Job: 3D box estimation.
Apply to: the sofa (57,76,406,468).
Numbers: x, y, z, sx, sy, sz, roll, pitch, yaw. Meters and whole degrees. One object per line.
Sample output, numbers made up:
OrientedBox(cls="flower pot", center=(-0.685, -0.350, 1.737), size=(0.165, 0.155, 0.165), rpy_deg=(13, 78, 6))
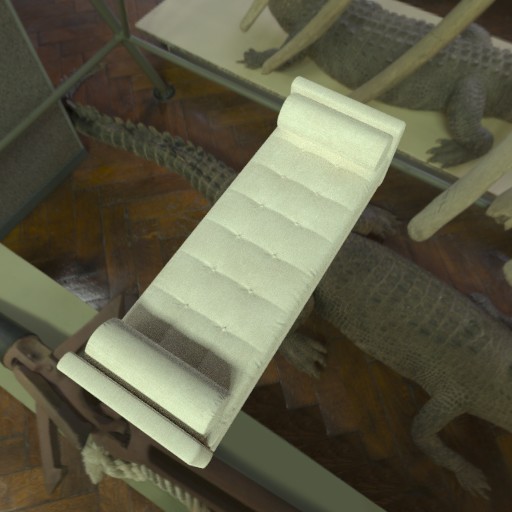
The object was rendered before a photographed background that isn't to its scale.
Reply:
OrientedBox(cls="sofa", center=(0.000, 0.000, 2.355), size=(0.686, 0.635, 1.981), rpy_deg=(29, 67, 14))
